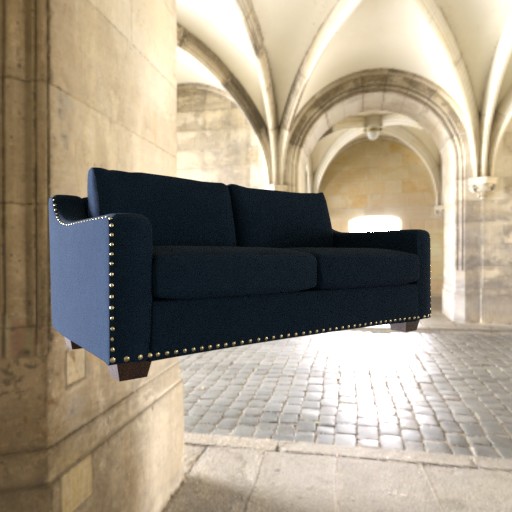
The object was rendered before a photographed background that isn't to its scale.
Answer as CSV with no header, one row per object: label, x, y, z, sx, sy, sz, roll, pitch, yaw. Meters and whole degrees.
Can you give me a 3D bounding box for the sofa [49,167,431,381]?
sofa,0.000,0.000,2.685,2.107,0.983,1.104,0,0,-36
